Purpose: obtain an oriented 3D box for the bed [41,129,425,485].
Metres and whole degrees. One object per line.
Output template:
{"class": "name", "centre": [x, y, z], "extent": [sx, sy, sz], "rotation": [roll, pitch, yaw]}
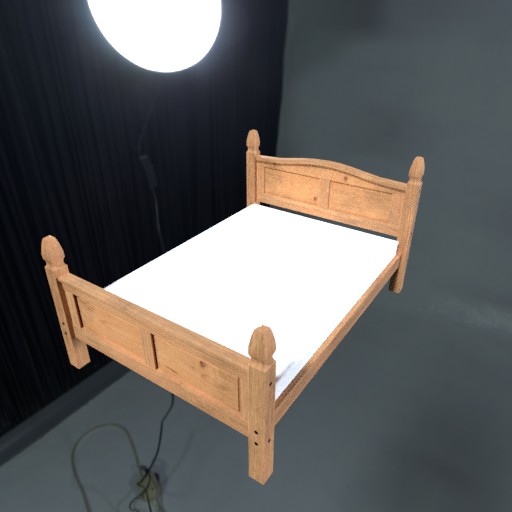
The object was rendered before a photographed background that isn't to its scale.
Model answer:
{"class": "bed", "centre": [0.000, 0.000, 2.969], "extent": [1.490, 1.100, 2.069], "rotation": [18, 34, 29]}
